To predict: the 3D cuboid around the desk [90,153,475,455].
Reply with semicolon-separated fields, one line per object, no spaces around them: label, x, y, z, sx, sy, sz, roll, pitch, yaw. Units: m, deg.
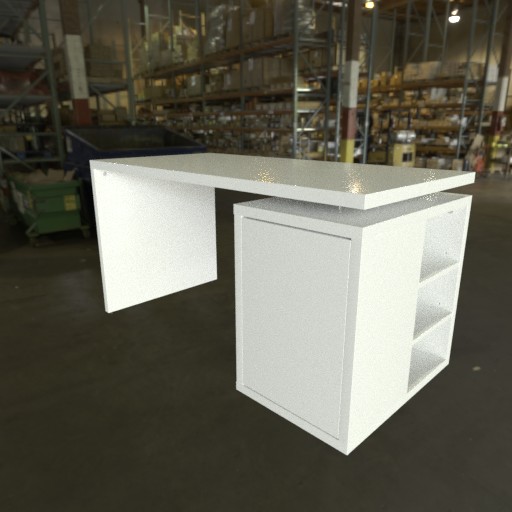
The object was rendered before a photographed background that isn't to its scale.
desk;0.000;0.000;1.838;1.400;0.740;0.690;16;23;42
